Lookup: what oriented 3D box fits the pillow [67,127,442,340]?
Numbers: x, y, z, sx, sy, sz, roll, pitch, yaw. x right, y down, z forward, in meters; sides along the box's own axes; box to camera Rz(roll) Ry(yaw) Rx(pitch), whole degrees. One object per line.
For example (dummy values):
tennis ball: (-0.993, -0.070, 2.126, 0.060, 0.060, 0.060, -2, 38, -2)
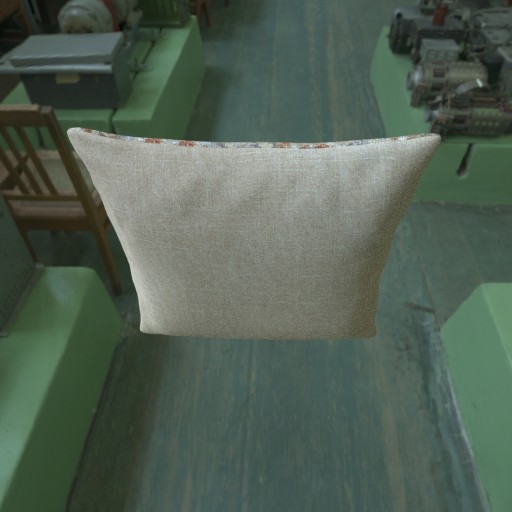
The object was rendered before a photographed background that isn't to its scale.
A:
pillow: (0.000, 0.000, 0.794, 0.523, 0.506, 0.166, 1, 47, 1)
